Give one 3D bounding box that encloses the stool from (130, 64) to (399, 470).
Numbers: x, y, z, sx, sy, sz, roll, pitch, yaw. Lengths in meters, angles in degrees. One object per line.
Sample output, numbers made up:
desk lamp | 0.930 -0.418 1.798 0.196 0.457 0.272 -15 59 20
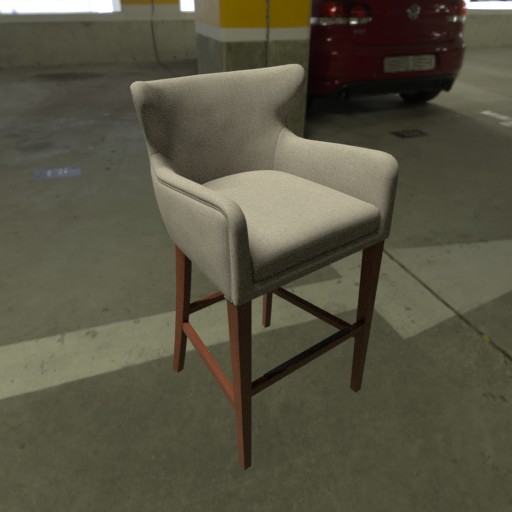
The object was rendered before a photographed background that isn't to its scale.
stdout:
stool | 0.000 0.000 1.395 0.575 1.047 0.575 -21 37 -32
